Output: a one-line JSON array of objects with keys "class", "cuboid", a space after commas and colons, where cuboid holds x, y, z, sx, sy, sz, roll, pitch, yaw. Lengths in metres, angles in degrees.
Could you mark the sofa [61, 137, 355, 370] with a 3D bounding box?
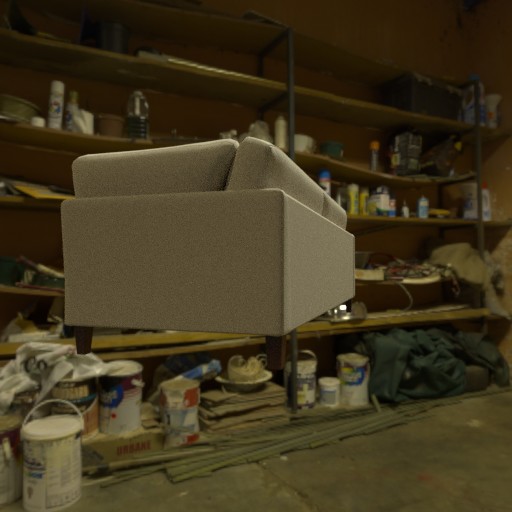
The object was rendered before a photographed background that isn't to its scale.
[{"class": "sofa", "cuboid": [0.000, 0.000, 2.724, 0.957, 0.863, 2.301, -1, -2, 19]}]
